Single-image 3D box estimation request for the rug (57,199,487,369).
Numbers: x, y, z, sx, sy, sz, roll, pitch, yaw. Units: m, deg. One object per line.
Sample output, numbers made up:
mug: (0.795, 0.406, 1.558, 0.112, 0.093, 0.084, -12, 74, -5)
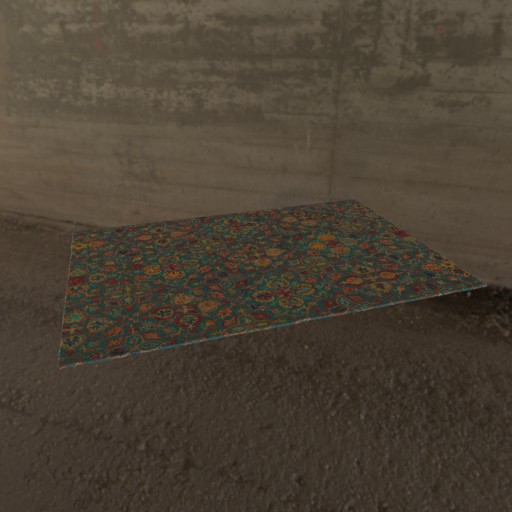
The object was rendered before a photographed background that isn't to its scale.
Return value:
rug: (0.000, 0.000, 2.867, 2.290, 0.016, 1.527, -8, 28, -16)
